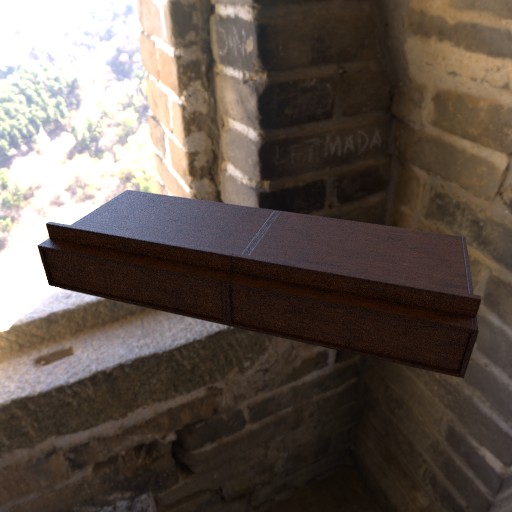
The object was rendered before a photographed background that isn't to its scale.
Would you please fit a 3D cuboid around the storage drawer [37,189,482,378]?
[{"bbox_3d":[0.000,0.000,2.180,1.914,0.339,0.774,10,31,16],"label":"storage drawer"}]
